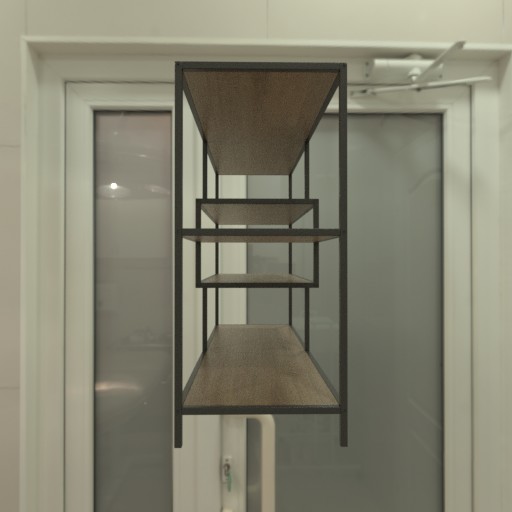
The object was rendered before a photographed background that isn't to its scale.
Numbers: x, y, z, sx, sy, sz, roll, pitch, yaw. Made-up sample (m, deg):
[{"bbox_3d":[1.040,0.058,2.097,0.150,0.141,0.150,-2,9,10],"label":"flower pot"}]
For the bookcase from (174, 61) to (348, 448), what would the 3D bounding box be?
[{"bbox_3d":[0.000,0.000,1.465,0.350,0.780,1.140,0,0,-1],"label":"bookcase"}]
